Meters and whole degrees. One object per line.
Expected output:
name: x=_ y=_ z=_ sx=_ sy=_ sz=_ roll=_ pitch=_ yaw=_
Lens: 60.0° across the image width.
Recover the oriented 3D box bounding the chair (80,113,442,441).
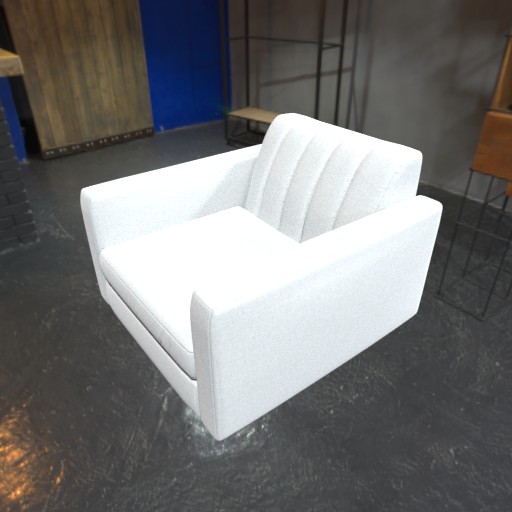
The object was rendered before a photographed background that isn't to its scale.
chair: x=0.000 y=0.000 z=1.705 sx=0.998 sy=0.819 sz=0.953 roll=-22 pitch=38 yaw=-31
